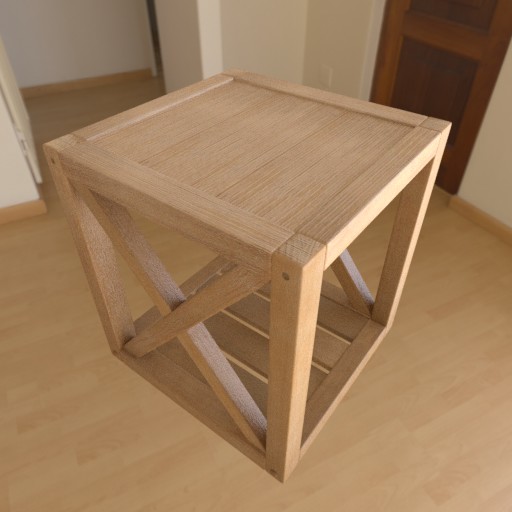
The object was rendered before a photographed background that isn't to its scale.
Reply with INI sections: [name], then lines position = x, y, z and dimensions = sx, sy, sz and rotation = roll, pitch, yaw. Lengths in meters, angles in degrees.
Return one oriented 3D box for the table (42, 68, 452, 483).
[table]
position = 0.000, 0.000, 1.032
dimensions = 0.559, 0.610, 0.558
rotation = 26, 47, 28
